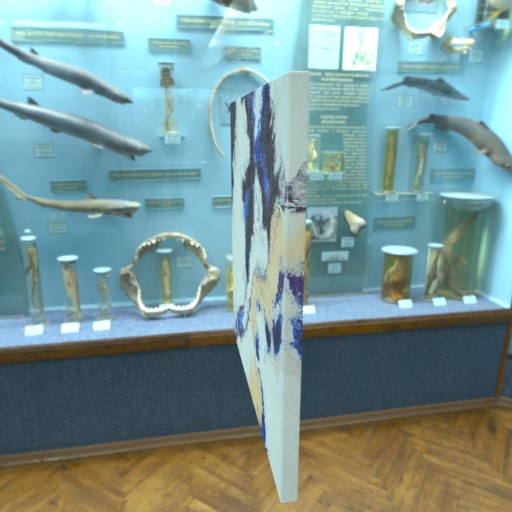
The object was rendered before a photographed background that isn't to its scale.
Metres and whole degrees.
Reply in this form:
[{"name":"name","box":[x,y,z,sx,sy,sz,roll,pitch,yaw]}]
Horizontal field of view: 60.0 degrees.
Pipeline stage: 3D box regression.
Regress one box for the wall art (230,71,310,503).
[{"name":"wall art","box":[0.000,0.000,1.277,0.038,0.885,0.887,-3,16,-9]}]
